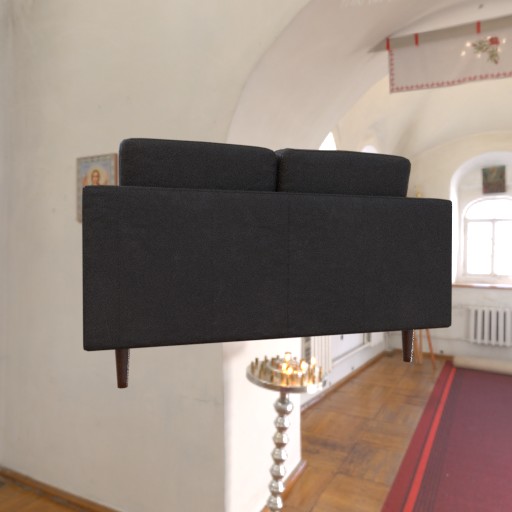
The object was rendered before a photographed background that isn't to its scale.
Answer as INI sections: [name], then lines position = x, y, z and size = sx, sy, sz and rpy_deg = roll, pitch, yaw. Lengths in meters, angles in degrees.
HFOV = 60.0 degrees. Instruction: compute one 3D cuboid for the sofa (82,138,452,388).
[sofa]
position = 0.000, 0.000, 2.035
size = 1.430, 0.899, 0.879
rpy_deg = 0, 1, -17
